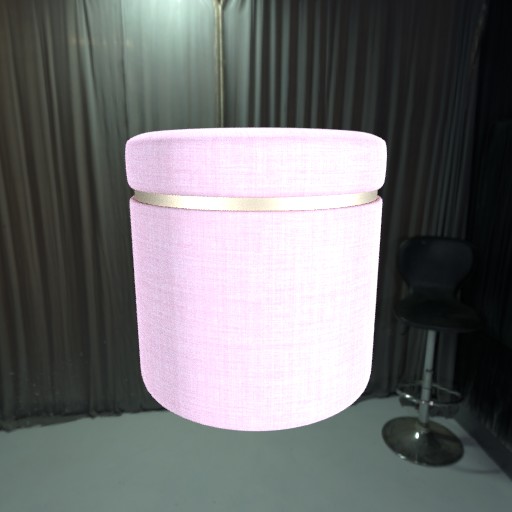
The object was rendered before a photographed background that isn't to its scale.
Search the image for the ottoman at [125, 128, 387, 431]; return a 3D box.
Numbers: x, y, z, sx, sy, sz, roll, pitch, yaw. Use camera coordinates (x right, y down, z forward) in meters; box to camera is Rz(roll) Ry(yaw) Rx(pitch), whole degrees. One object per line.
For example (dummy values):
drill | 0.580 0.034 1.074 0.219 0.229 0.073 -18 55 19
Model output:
ottoman | 0.000 0.000 0.744 0.400 0.406 0.400 0 14 0
